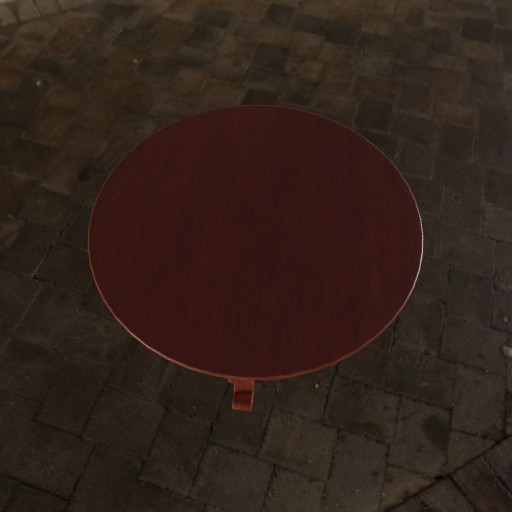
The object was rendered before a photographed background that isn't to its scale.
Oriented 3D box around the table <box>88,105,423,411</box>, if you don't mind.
[{"bbox_3d":[0.000,0.000,1.584,1.029,0.486,1.029,0,58,0],"label":"table"}]
